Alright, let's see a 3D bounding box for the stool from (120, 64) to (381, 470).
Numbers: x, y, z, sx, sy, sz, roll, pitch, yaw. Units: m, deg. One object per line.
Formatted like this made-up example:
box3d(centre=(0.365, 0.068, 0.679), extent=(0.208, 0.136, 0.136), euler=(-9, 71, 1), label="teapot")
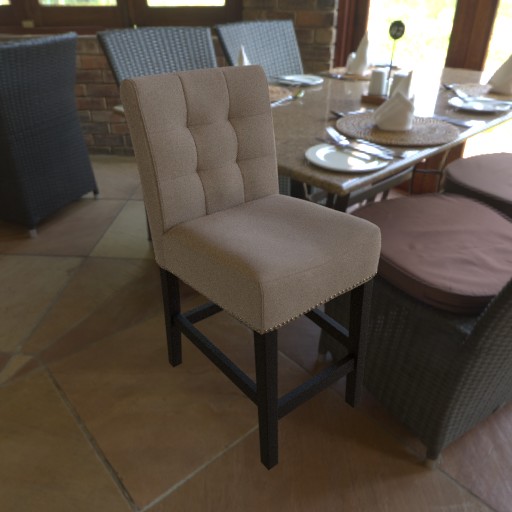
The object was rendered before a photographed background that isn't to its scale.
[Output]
box3d(centre=(0.000, 0.000, 1.200), extent=(0.427, 0.885, 0.571), euler=(-22, 37, -32), label="stool")
